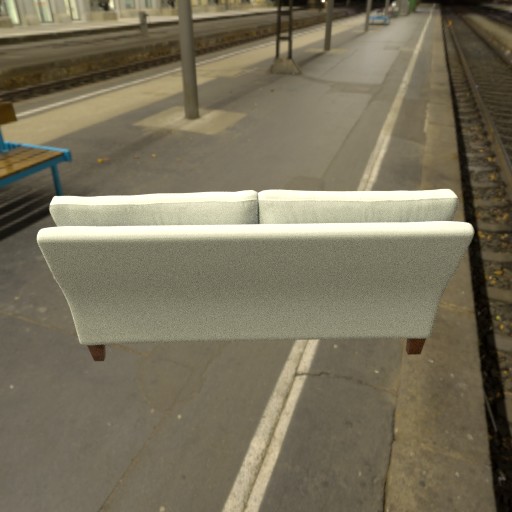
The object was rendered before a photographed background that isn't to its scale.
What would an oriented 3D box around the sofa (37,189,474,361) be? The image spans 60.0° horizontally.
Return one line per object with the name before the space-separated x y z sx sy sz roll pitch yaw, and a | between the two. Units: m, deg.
sofa | 0.000 0.000 2.799 2.193 1.096 1.069 -1 31 -1
